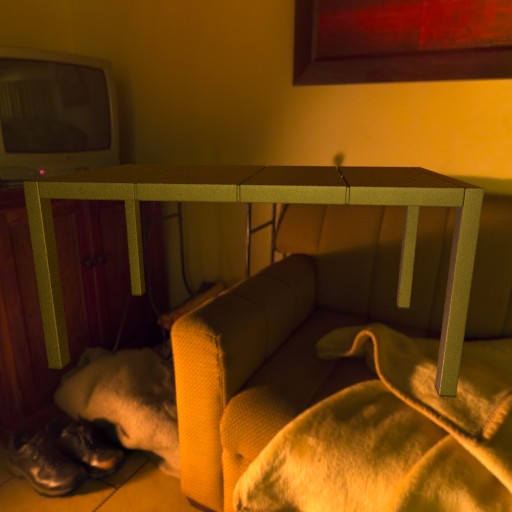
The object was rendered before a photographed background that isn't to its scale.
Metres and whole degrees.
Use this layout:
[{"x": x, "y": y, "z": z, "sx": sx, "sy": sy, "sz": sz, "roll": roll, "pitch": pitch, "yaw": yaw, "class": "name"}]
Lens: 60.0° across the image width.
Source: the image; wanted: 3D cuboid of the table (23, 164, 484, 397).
[{"x": 0.000, "y": 0.000, "z": 1.242, "sx": 0.965, "sy": 0.460, "sz": 0.559, "roll": 2, "pitch": 16, "yaw": 7, "class": "table"}]
